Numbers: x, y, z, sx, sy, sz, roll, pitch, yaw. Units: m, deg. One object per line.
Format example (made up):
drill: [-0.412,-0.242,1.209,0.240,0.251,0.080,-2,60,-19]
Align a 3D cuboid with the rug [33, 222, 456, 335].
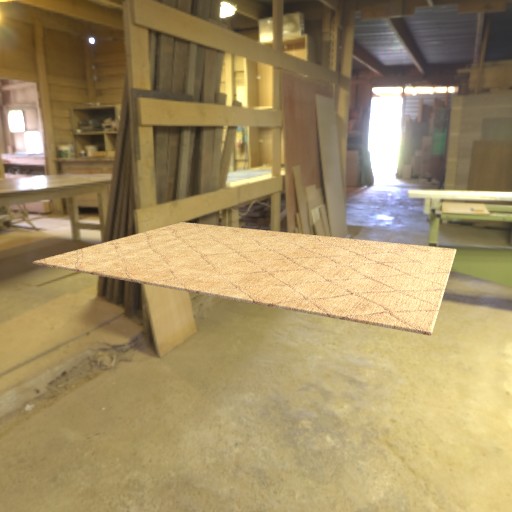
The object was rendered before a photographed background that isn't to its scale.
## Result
rug: [0.000,0.000,2.868,2.292,0.014,1.528,7,16,26]
